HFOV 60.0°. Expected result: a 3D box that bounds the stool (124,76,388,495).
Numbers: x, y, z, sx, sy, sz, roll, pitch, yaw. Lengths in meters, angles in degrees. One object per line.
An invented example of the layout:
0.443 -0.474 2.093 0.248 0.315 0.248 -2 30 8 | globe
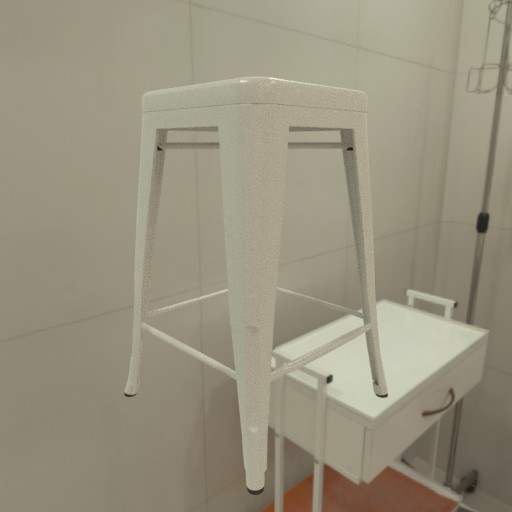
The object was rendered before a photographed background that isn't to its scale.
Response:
0.000 0.000 0.873 0.406 0.610 0.406 -14 20 -43 | stool
